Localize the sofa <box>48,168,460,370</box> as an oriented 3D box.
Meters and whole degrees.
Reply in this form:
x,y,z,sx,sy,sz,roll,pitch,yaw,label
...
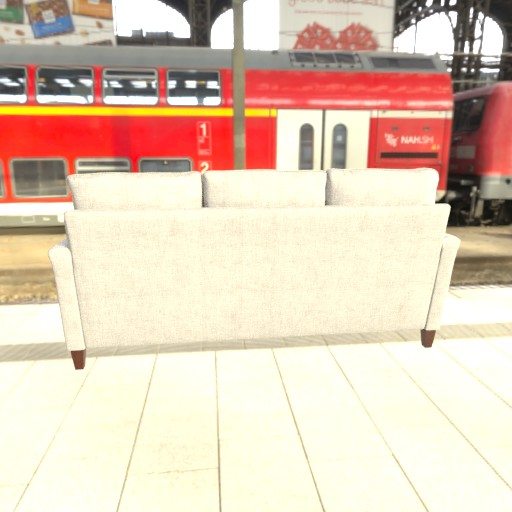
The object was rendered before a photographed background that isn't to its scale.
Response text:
x,y,z,sx,sy,sz,roll,pitch,yaw,label
0.000,0.000,2.429,1.925,0.959,0.828,-2,13,-8,sofa
